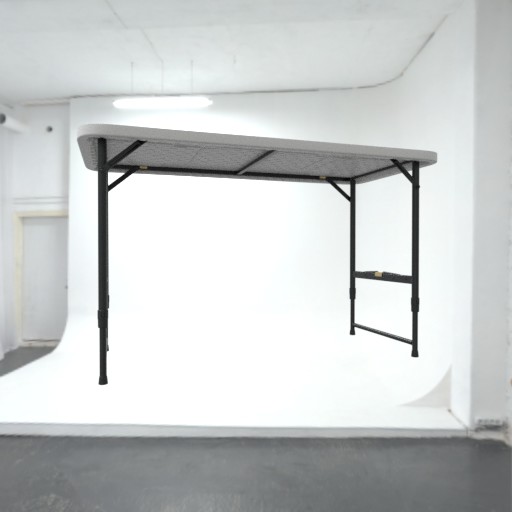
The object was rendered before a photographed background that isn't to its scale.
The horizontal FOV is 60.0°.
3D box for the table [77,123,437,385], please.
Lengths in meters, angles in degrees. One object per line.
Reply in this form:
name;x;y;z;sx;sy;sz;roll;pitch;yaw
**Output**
table;0.000;0.000;1.665;1.219;0.737;0.610;0;1;-18
